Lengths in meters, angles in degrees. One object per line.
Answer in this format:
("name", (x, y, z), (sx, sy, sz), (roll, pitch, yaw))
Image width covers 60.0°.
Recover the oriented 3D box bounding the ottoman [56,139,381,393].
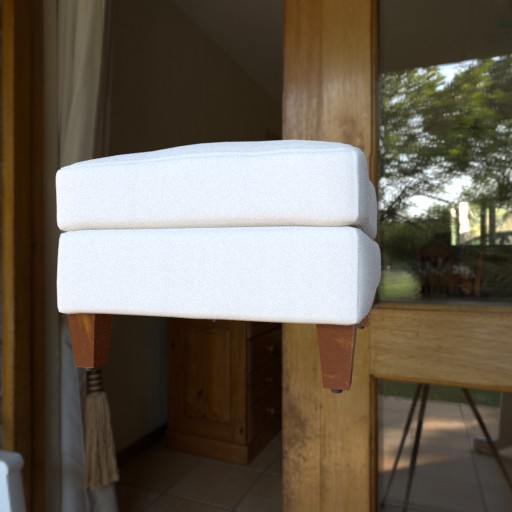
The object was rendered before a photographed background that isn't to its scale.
("ottoman", (0.000, 0.000, 1.191), (0.634, 0.479, 0.818), (0, 0, 17))
